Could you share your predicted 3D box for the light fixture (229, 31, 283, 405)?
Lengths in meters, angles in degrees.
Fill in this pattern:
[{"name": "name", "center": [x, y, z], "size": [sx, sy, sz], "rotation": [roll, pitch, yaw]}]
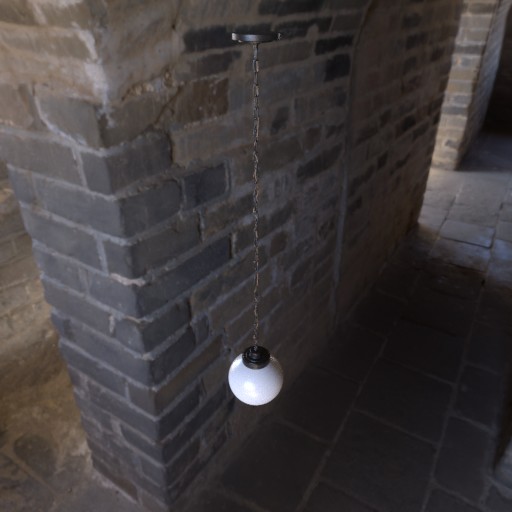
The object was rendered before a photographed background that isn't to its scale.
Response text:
[{"name": "light fixture", "center": [0.000, 0.000, 2.069], "size": [0.304, 1.867, 0.305], "rotation": [-8, 32, -14]}]
